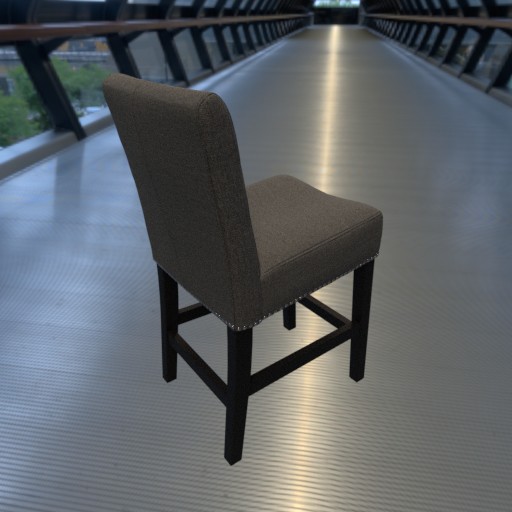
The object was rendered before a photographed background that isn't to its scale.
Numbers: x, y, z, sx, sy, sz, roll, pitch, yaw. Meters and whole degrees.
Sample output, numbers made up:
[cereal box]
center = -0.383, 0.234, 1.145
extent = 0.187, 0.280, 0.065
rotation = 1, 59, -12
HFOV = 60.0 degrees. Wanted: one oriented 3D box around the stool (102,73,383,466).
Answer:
[stool]
center = 0.000, 0.000, 1.156
extent = 0.571, 0.885, 0.427
rotation = -19, 33, -32
